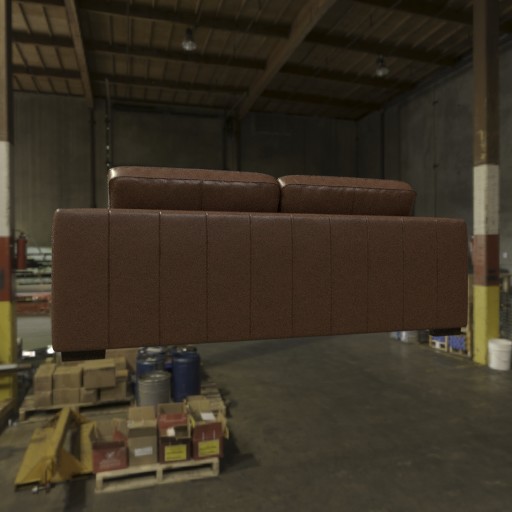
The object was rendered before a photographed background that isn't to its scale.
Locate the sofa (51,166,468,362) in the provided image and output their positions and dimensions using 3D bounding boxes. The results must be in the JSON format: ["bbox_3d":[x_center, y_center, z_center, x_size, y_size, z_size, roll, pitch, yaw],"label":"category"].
[{"bbox_3d":[0.000,0.000,2.427,1.920,0.800,1.070,0,1,-17],"label":"sofa"}]
